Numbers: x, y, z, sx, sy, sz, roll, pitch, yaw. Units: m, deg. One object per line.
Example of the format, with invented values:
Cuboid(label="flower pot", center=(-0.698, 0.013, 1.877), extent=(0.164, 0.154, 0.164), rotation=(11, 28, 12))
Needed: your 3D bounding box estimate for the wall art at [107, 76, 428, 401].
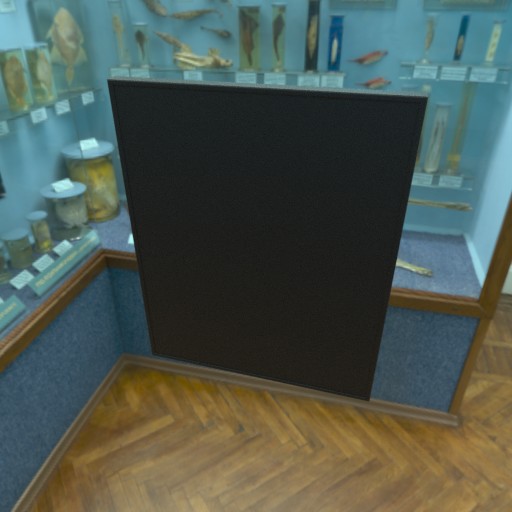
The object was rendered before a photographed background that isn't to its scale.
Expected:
Cuboid(label="wall art", center=(0.000, 0.000, 0.754), extent=(0.451, 0.551, 0.028), rotation=(8, 32, 14))
